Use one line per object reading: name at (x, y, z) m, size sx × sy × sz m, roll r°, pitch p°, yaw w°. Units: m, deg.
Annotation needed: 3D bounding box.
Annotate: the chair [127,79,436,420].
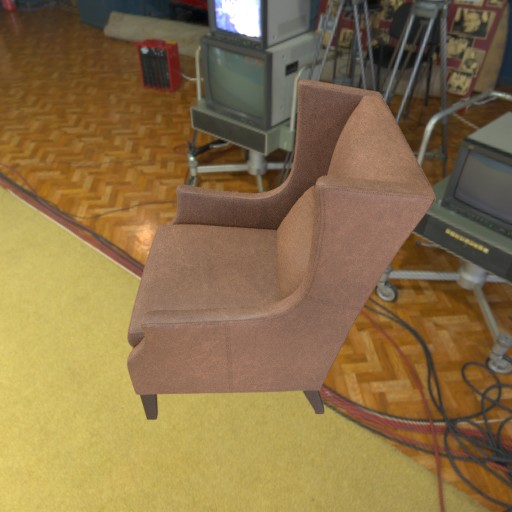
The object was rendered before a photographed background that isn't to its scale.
chair at (0.000, 0.000, 1.697) m, size 0.913 × 1.088 × 0.815 m, roll 0°, pitch 41°, yaw 0°
